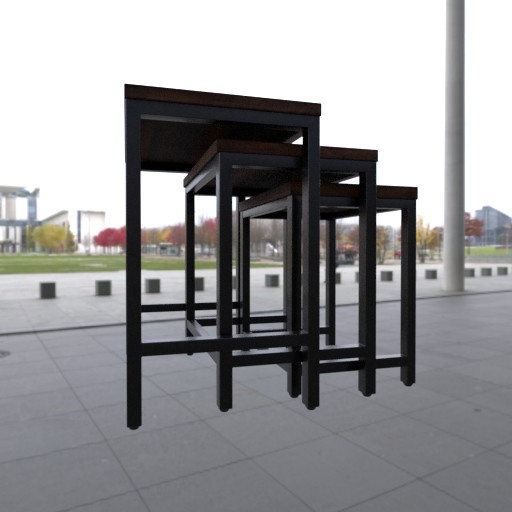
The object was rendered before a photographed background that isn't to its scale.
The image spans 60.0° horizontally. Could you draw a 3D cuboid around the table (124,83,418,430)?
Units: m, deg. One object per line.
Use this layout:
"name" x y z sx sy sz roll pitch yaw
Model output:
"table" 0.000 0.000 1.163 0.660 0.616 0.608 0 1 -16
